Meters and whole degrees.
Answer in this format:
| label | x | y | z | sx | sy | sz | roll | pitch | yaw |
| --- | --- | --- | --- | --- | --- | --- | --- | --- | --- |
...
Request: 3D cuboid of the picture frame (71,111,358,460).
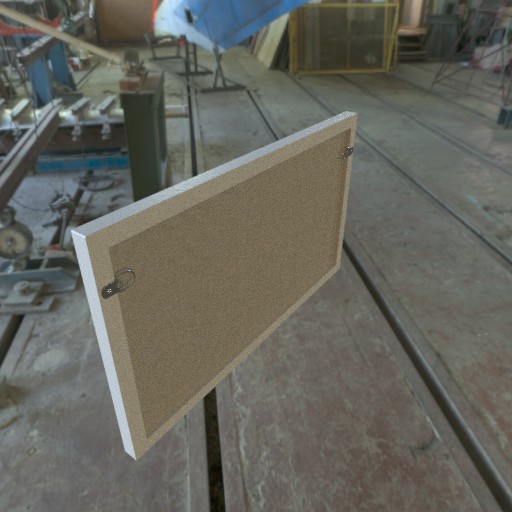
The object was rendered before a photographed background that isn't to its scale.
| label | x | y | z | sx | sy | sz | roll | pitch | yaw |
| --- | --- | --- | --- | --- | --- | --- | --- | --- | --- |
| picture frame | 0.000 | 0.000 | 0.788 | 0.044 | 0.379 | 0.647 | 21 | 37 | 30 |
